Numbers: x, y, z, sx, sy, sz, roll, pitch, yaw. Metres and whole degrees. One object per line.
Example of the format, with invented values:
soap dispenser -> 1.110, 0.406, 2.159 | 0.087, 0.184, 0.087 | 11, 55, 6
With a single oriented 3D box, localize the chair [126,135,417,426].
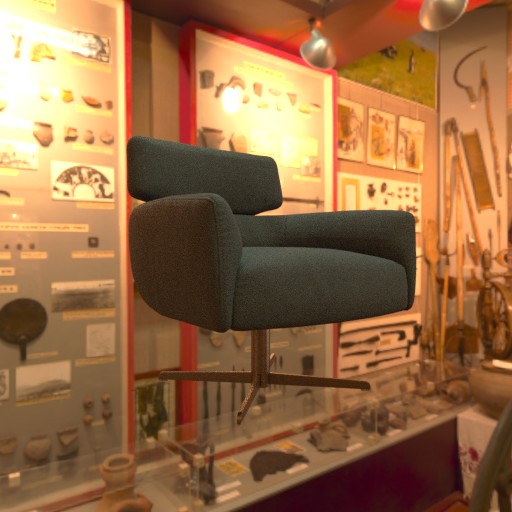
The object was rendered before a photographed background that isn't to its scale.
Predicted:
chair -> 0.000, 0.000, 1.410 | 0.738, 0.813, 0.761 | 0, 0, -35
